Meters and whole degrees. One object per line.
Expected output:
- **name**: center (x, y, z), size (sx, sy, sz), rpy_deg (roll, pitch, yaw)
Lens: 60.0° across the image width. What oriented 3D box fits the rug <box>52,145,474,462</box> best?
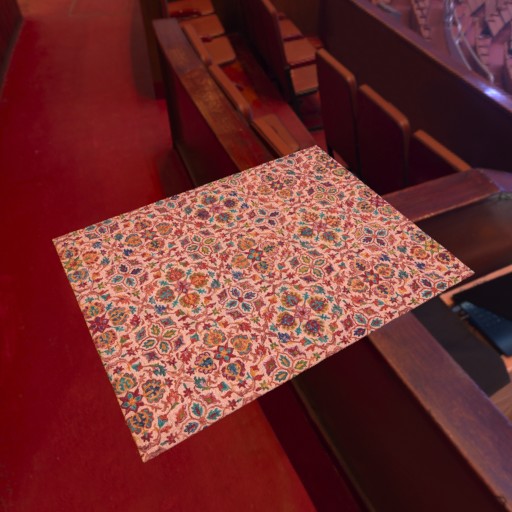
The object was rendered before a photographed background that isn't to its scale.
- **rug**: center (0.000, 0.000, 4.212), size (3.215, 0.020, 2.446), rpy_deg (-24, 51, -21)
